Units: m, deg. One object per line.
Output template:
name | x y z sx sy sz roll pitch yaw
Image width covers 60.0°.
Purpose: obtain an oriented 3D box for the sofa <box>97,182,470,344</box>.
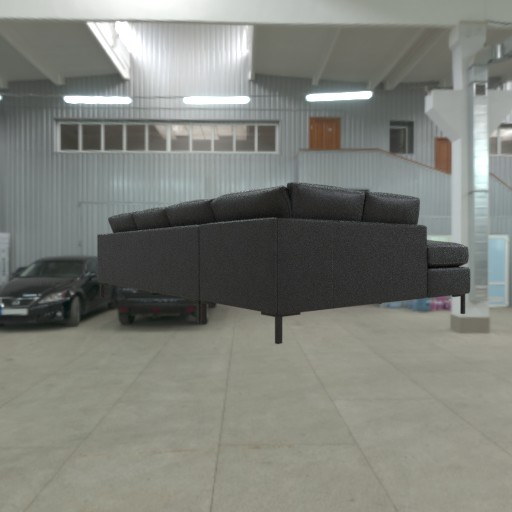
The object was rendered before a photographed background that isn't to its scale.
sofa | 0.000 0.000 4.034 1.938 0.877 2.984 -1 1 -37
